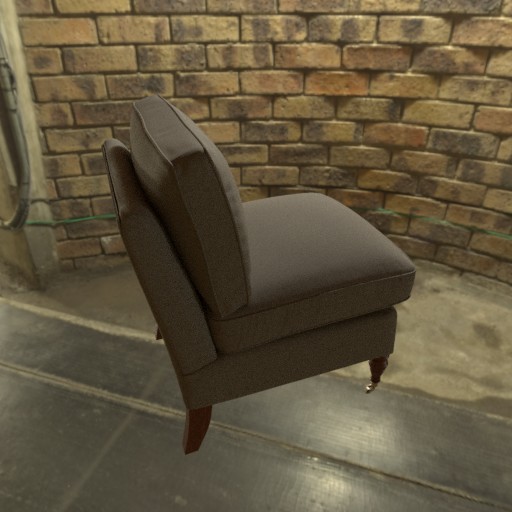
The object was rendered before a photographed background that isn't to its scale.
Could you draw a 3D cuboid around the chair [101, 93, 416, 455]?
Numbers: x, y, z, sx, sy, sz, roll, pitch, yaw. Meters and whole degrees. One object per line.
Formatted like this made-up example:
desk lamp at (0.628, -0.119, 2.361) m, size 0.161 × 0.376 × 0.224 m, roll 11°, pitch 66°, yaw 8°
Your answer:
chair at (0.000, 0.000, 1.613) m, size 0.924 × 1.045 × 0.724 m, roll -10°, pitch 32°, yaw -17°
